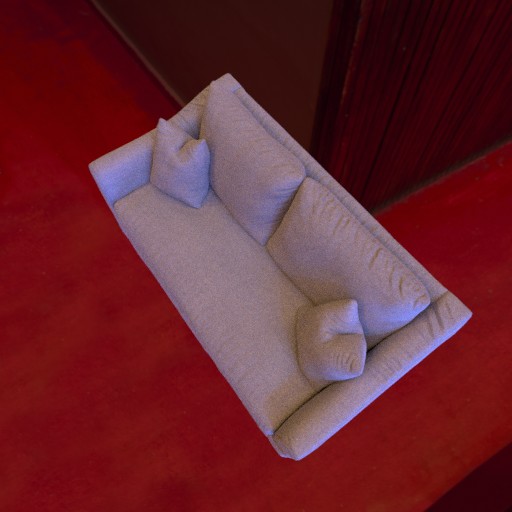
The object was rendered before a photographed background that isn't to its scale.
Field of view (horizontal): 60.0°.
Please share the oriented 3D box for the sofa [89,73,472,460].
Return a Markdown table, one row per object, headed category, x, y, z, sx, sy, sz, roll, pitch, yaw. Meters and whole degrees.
| category | x | y | z | sx | sy | sz | roll | pitch | yaw |
| --- | --- | --- | --- | --- | --- | --- | --- | --- | --- |
| sofa | 0.000 | 0.000 | 2.587 | 1.072 | 1.018 | 2.010 | -33 | 67 | -16 |
